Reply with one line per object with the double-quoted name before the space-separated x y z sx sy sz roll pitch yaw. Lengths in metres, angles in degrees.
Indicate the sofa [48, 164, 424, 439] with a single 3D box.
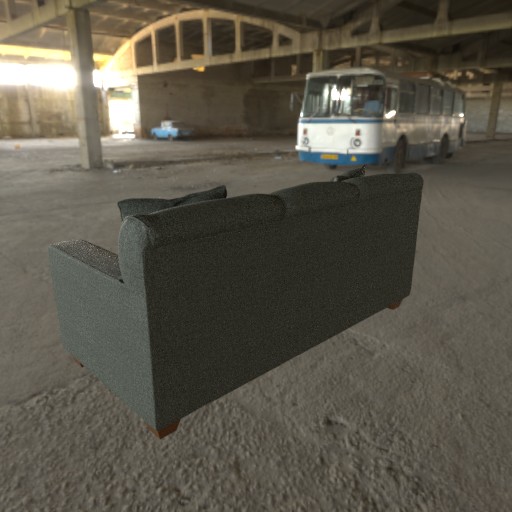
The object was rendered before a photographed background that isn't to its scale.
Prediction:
"sofa" 0.000 0.000 2.578 2.024 0.958 0.997 -16 23 -41
